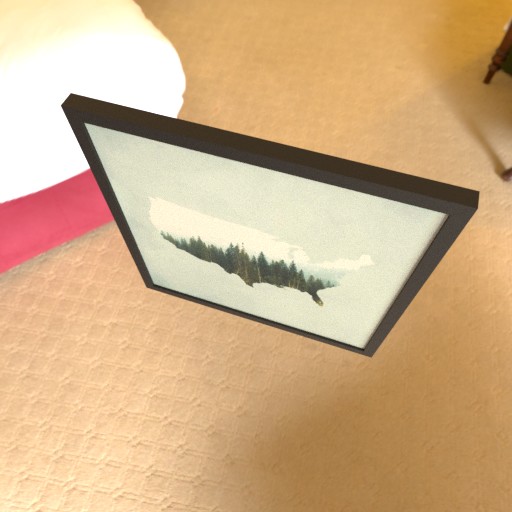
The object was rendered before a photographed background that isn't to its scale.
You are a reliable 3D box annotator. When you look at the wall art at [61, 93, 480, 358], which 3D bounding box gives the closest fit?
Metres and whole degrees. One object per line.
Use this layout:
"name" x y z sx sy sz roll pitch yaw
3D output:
"wall art" 0.000 0.000 1.109 0.763 0.763 0.038 16 61 9
